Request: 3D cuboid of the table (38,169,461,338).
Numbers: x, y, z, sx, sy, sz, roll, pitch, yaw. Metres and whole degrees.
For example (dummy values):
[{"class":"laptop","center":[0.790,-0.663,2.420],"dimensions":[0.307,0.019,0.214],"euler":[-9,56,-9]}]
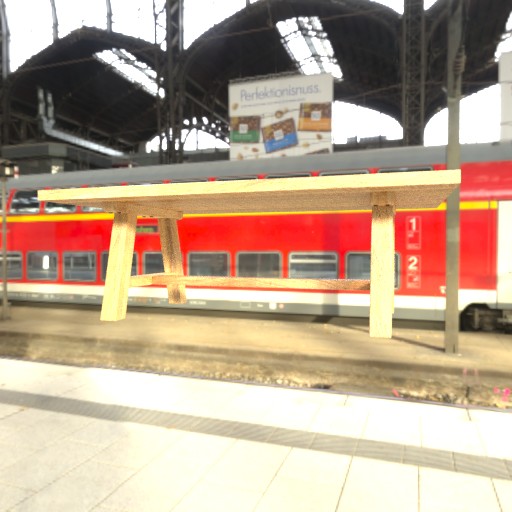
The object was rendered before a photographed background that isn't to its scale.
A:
[{"class":"table","center":[0.000,0.000,1.673],"dimensions":[1.320,0.455,0.760],"euler":[0,1,18]}]
